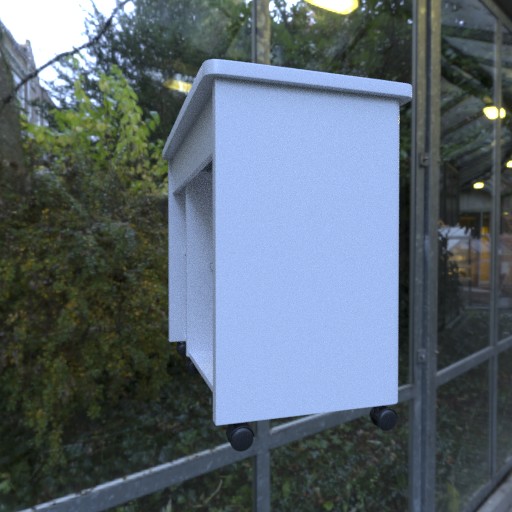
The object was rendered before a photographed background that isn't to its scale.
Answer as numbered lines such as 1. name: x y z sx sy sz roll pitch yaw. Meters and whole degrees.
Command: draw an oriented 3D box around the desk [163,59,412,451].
1. desk: 0.000 0.000 1.326 0.475 0.763 0.877 0 1 -17
